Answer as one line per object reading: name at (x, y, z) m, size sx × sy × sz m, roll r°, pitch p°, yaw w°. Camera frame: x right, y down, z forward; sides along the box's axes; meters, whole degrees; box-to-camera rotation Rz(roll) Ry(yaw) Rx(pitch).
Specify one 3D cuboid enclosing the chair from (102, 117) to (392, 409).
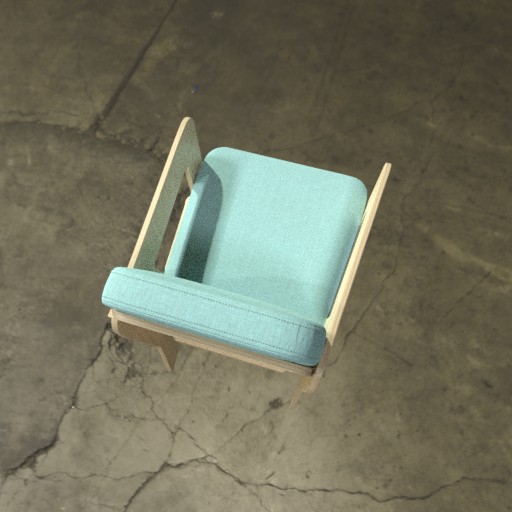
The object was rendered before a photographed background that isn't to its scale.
chair at (0.000, 0.000, 1.251) m, size 0.590 × 0.800 × 0.710 m, roll 15°, pitch 64°, yaw 7°
